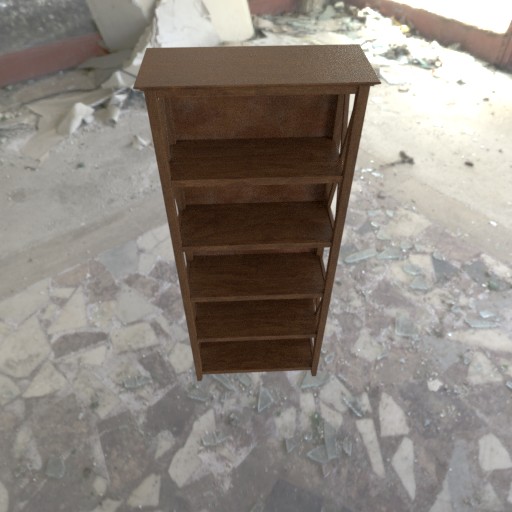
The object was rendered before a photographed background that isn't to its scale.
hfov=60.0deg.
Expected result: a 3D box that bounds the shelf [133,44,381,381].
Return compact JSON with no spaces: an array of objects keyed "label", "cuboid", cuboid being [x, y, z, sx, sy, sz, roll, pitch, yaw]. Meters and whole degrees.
[{"label":"shelf","cuboid":[0.000,0.000,2.225,0.805,1.905,0.335,-2,45,-2]}]
